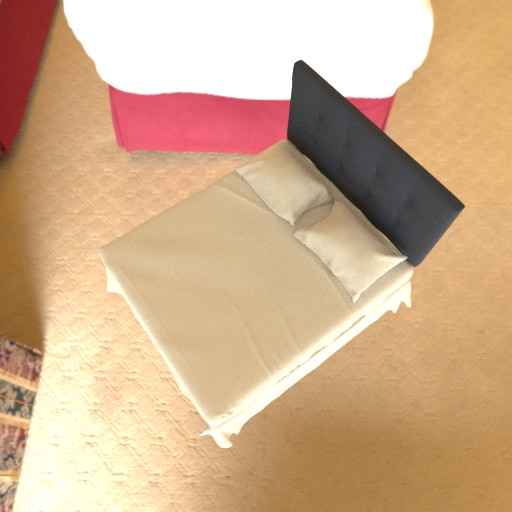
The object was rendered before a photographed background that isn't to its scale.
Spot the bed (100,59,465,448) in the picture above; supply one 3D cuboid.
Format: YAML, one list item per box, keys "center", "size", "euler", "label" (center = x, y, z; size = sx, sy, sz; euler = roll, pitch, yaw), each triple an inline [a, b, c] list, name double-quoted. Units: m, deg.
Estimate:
- center: [0.000, 0.000, 3.455]
  size: [2.222, 1.577, 1.936]
  euler: [-34, 69, -15]
  label: "bed"
